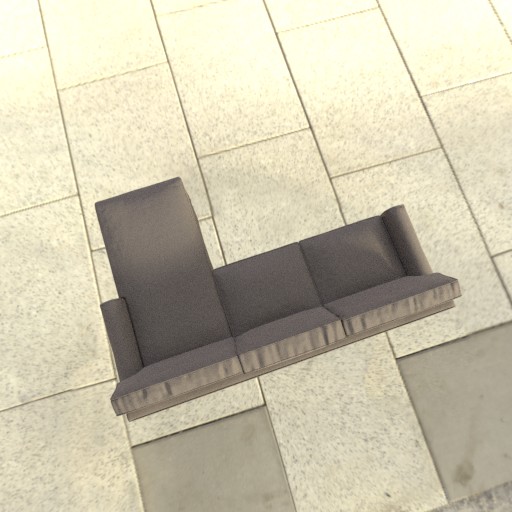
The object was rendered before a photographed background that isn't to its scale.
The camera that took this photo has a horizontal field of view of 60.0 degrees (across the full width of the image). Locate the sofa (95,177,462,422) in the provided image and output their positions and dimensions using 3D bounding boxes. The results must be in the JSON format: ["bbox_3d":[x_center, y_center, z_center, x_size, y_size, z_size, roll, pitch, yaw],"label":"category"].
[{"bbox_3d":[0.000,0.000,3.473,2.475,0.978,1.733,-18,76,-5],"label":"sofa"}]
